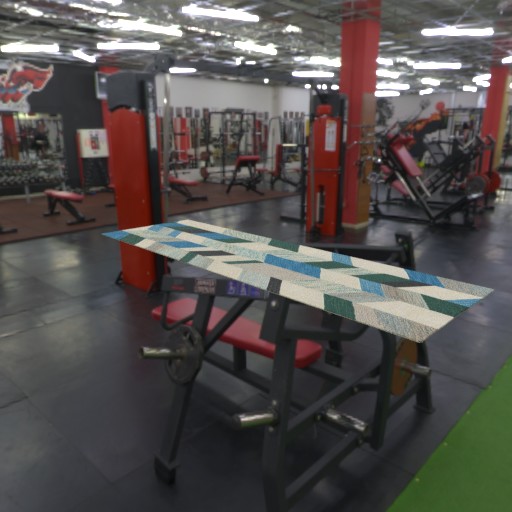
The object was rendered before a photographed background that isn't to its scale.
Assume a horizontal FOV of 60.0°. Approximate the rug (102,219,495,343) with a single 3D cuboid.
[{"bbox_3d":[0.000,0.000,2.654,0.774,0.008,2.437,-15,21,-42],"label":"rug"}]
